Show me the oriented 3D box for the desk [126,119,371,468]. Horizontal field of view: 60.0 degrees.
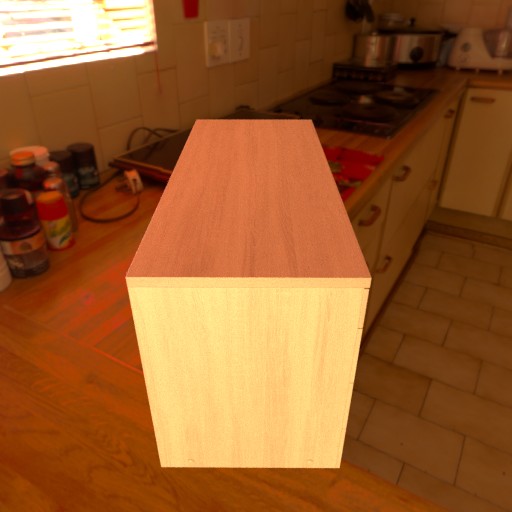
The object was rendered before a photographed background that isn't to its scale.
[{"bbox_3d":[0.000,0.000,1.813,0.600,0.740,1.390,0,32,0],"label":"desk"}]
